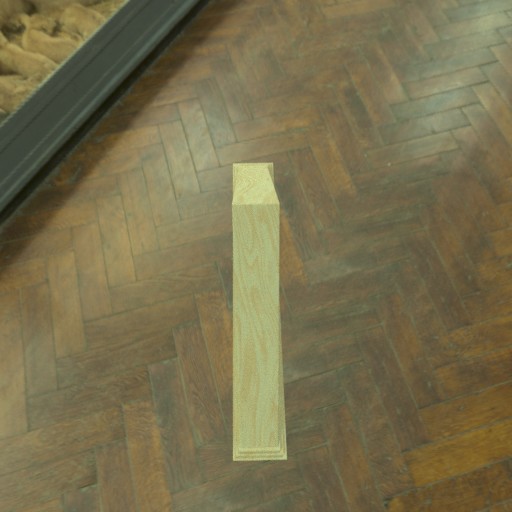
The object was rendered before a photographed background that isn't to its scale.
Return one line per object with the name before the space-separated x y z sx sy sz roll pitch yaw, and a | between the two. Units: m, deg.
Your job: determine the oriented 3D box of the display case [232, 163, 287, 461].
display case | 0.000 0.000 0.766 0.095 0.340 0.640 -1 65 -1
